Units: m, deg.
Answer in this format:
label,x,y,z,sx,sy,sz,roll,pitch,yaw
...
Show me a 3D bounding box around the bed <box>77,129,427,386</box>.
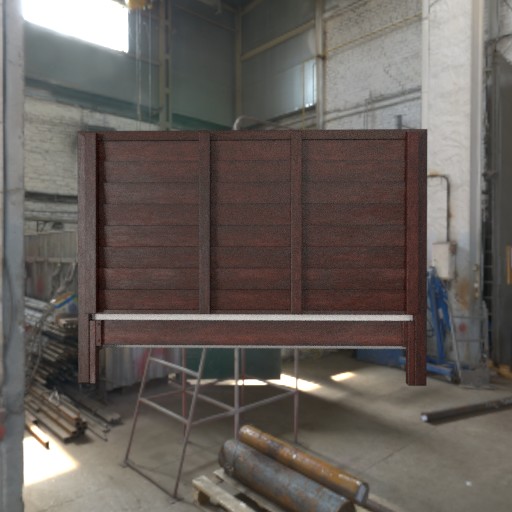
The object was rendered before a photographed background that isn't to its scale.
label,x,y,z,sx,sy,sz,roll,pitch,yaw
bed,0.000,0.000,3.948,2.040,1.492,2.803,0,1,1
